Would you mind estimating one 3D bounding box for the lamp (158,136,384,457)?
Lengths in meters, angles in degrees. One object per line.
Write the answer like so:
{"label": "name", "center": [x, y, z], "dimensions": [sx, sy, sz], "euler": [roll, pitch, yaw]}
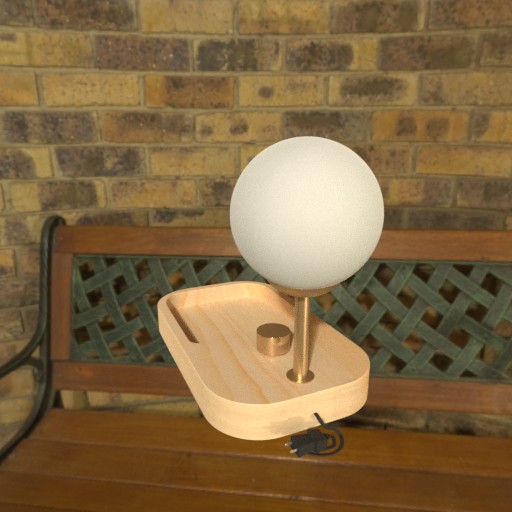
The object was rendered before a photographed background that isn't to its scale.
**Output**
{"label": "lamp", "center": [0.000, 0.000, 0.475], "dimensions": [0.173, 0.253, 0.331], "euler": [-7, 18, -23]}
